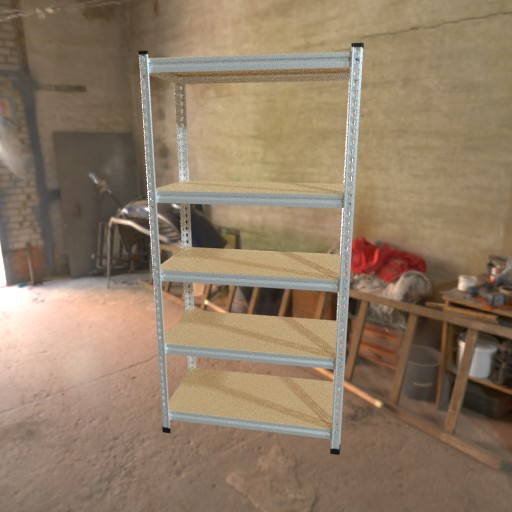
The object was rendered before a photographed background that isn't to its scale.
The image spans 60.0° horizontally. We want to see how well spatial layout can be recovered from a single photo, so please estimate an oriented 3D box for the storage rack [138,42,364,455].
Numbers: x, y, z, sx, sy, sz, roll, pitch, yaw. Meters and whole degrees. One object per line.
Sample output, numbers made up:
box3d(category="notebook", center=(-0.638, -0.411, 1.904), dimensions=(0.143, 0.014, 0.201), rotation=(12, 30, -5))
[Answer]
box3d(category="storage rack", center=(0.000, 0.000, 2.202), dimensions=(0.914, 1.829, 0.457), rotation=(3, 15, 10))
